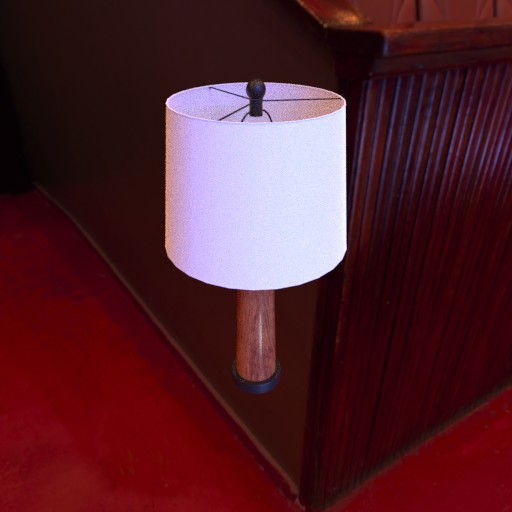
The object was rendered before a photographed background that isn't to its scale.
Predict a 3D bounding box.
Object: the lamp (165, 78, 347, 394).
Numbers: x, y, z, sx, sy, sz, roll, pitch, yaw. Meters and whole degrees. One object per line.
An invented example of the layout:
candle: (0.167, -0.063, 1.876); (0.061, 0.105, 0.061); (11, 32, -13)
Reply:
lamp: (0.000, 0.000, 0.885); (0.349, 0.667, 0.349); (0, 32, 0)
